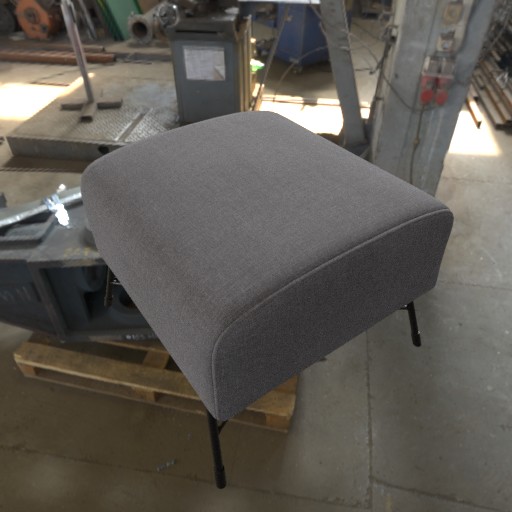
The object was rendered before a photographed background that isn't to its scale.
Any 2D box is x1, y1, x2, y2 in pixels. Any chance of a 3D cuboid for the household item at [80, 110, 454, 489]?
[{"bbox_3d":[0.000,0.000,0.893,0.530,0.410,0.530,-25,47,-26],"label":"household item"}]
